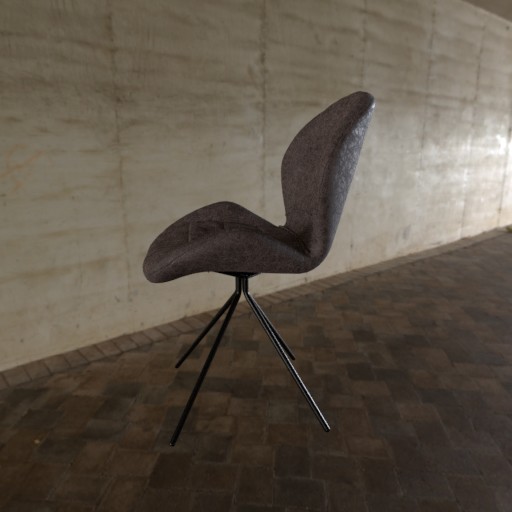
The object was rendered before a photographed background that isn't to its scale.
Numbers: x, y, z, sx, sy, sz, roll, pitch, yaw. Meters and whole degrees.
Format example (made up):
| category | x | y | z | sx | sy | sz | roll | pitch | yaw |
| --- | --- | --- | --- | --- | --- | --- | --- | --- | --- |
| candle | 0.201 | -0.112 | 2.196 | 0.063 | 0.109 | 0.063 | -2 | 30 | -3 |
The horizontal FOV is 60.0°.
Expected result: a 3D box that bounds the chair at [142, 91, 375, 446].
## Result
| category | x | y | z | sx | sy | sz | roll | pitch | yaw |
| --- | --- | --- | --- | --- | --- | --- | --- | --- | --- |
| chair | 0.000 | 0.000 | 1.326 | 0.640 | 0.934 | 0.527 | -2 | 14 | -8 |
